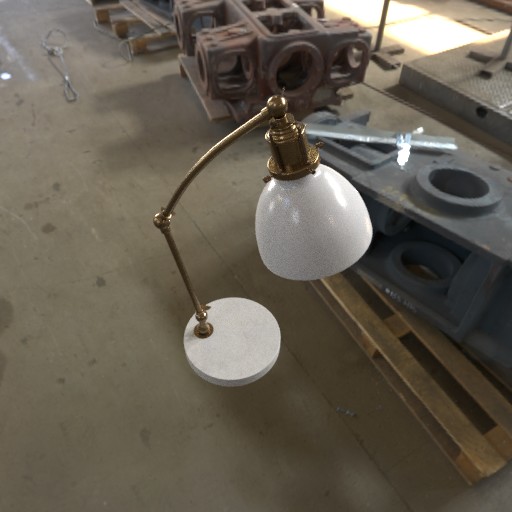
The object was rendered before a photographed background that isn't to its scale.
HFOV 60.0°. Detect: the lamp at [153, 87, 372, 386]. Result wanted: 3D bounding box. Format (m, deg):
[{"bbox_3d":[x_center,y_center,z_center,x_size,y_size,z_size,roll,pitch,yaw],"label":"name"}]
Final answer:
[{"bbox_3d":[0.000,0.000,0.673,0.317,0.522,0.186,10,48,9],"label":"lamp"}]
